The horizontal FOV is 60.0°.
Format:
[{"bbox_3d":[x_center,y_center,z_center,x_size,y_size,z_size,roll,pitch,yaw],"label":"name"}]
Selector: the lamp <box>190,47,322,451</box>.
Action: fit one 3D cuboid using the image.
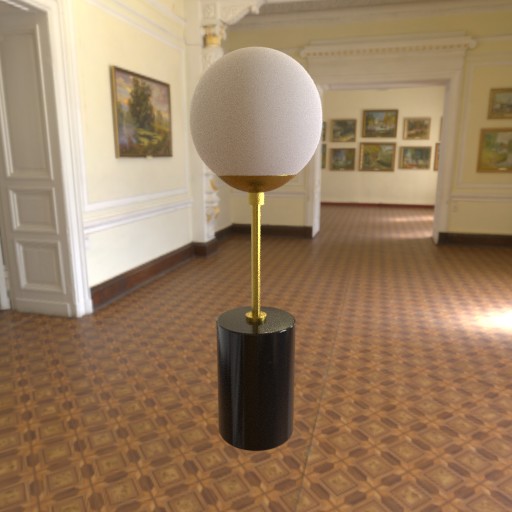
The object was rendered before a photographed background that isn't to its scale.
[{"bbox_3d":[0.000,0.000,0.553,0.153,0.480,0.153,0,13,0],"label":"lamp"}]
